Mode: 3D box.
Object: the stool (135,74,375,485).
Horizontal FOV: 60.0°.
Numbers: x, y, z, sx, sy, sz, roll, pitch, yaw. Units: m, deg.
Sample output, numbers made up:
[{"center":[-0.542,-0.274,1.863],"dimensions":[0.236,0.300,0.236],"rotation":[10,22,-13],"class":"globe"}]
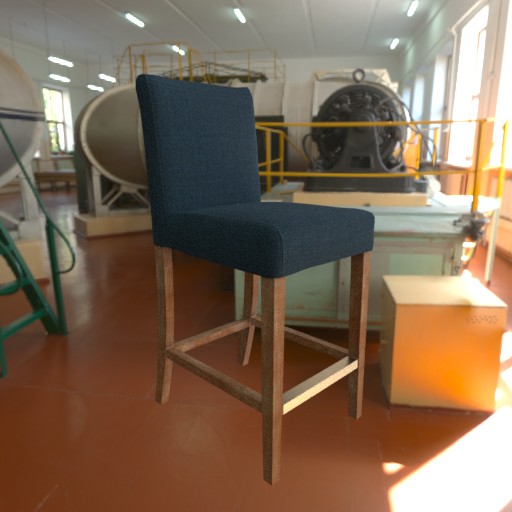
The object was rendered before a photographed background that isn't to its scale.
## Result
[{"center":[0.000,0.000,1.337],"dimensions":[0.567,1.039,0.454],"rotation":[13,19,43],"class":"stool"}]
